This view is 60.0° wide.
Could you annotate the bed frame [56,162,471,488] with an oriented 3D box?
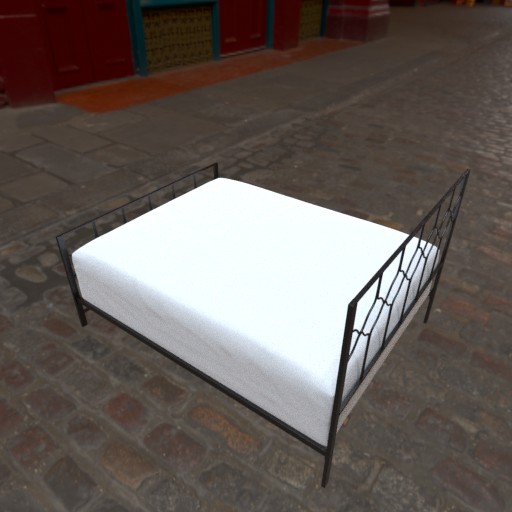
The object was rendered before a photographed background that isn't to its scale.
[{"bbox_3d":[0.000,0.000,3.001,2.063,1.222,1.597,22,40,30],"label":"bed frame"}]
